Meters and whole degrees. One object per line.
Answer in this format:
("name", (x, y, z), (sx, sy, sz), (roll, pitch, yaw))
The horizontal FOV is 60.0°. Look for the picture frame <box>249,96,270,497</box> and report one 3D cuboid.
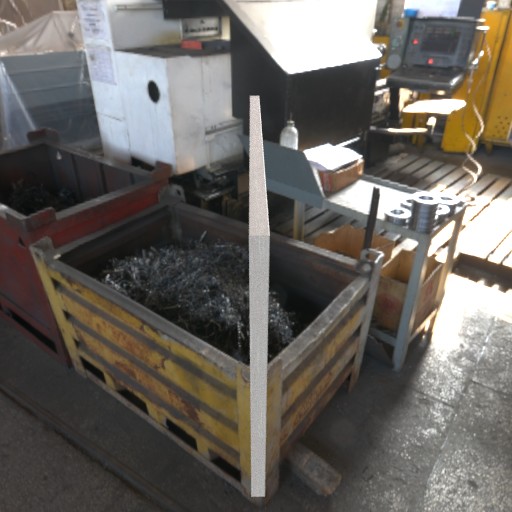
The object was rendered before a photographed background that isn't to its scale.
("picture frame", (0.000, 0.000, 1.197), (0.029, 0.640, 0.950), (0, 31, 0))
